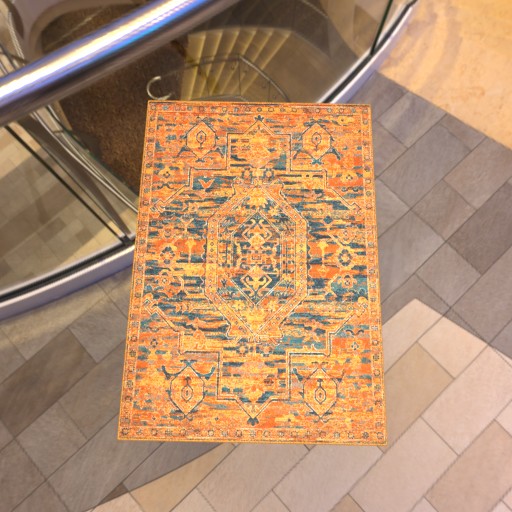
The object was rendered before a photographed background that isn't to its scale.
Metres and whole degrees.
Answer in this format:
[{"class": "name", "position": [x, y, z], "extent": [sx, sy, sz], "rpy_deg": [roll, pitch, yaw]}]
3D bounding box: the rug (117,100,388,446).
[{"class": "rug", "position": [0.000, 0.000, 3.706], "extent": [2.043, 0.019, 2.916], "rpy_deg": [1, 76, 0]}]
